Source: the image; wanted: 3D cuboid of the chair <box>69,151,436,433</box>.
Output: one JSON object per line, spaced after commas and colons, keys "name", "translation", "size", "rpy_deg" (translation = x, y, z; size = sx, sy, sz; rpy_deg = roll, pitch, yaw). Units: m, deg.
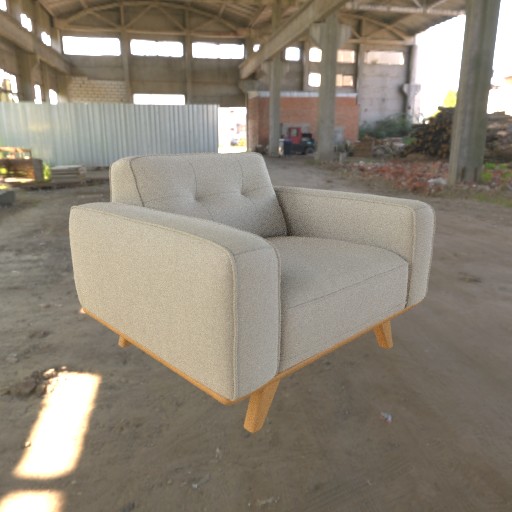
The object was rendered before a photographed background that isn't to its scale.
{"name": "chair", "translation": [0.000, 0.000, 1.743], "size": [1.115, 0.779, 0.953], "rpy_deg": [-14, 20, -43]}
